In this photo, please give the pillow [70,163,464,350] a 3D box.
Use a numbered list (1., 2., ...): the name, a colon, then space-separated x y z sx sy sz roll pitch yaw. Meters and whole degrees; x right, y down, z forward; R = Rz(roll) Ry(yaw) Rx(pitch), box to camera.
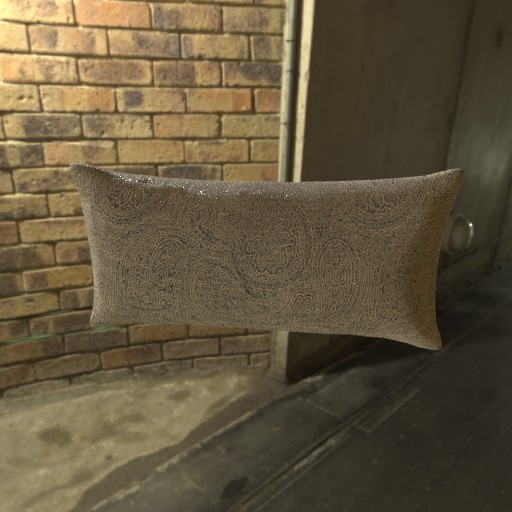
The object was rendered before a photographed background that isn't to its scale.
1. pillow: 0.000 0.000 0.730 0.615 0.295 0.151 2 17 7
